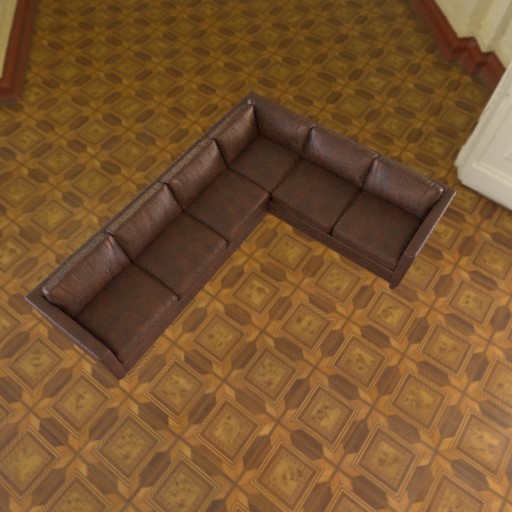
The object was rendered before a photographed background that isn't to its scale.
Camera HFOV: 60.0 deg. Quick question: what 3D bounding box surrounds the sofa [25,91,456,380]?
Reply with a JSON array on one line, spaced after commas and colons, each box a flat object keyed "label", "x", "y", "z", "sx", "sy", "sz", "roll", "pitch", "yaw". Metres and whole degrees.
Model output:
[{"label": "sofa", "x": 0.000, "y": 0.000, "z": 4.146, "sx": 2.438, "sy": 0.836, "sz": 3.152, "roll": 32, "pitch": 64, "yaw": 18}]
